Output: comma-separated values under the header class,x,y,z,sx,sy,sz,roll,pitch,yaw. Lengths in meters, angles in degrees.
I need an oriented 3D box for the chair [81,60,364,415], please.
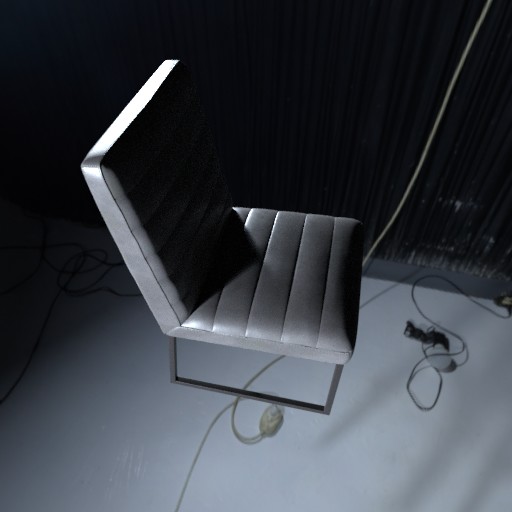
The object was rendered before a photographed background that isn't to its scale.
class,x,y,z,sx,sy,sz,roll,pitch,yaw
chair,0.000,0.000,1.327,0.634,0.930,0.520,9,48,8
